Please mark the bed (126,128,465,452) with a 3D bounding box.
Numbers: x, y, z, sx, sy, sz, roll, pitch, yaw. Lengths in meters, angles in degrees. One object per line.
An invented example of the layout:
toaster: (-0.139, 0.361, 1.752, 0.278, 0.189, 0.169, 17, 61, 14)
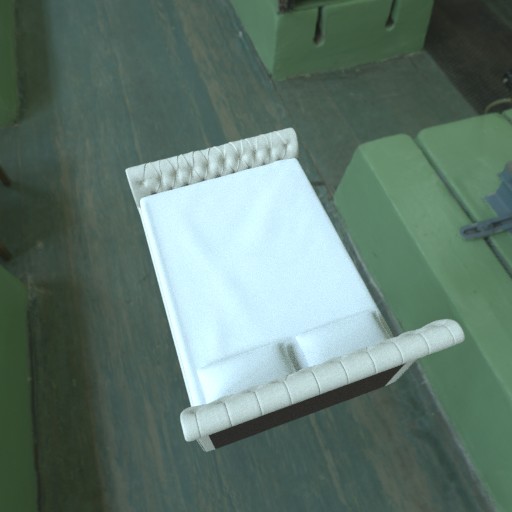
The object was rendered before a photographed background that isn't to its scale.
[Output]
bed: (0.000, 0.000, 3.444, 1.606, 1.268, 2.493, -17, 60, -10)
